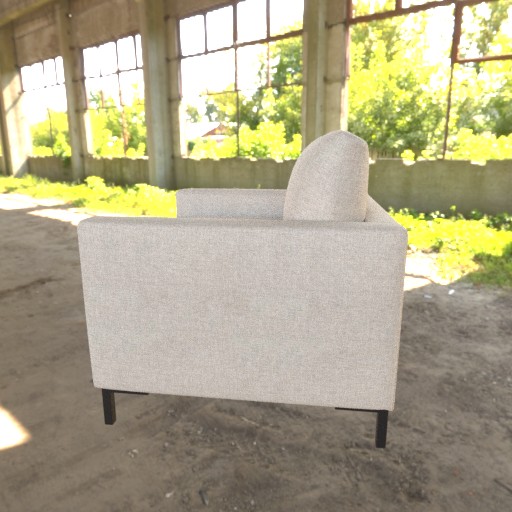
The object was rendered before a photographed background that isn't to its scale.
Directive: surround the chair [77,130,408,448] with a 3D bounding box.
[{"bbox_3d":[0.000,0.000,1.596,0.866,0.861,0.963,2,14,7],"label":"chair"}]
